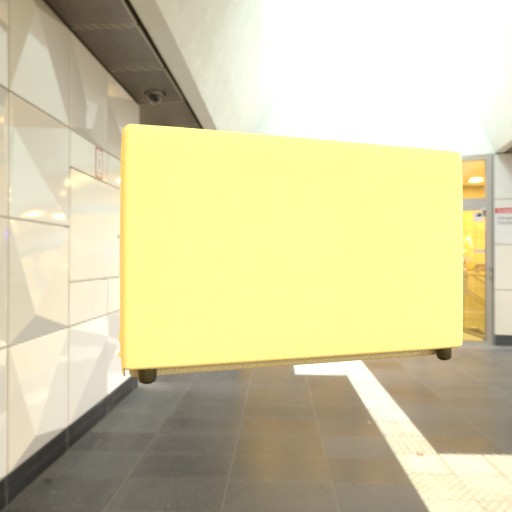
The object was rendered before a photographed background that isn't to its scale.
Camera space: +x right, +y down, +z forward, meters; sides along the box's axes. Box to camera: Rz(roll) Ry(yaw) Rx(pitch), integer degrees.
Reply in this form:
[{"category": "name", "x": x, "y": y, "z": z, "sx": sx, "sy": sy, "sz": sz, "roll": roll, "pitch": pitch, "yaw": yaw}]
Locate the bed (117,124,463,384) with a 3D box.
[{"category": "bed", "x": 0.000, "y": 0.000, "z": 3.573, "sx": 2.119, "sy": 1.317, "sz": 2.341, "roll": 0, "pitch": 0, "yaw": -17}]
